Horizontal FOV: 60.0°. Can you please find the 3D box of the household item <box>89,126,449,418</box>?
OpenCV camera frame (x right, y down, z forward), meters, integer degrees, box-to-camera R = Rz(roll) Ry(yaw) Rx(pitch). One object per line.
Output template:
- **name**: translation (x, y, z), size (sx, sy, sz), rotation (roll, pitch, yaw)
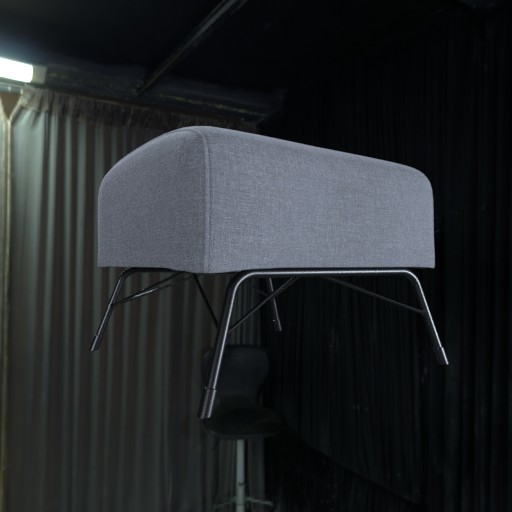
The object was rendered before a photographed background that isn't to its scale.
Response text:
- **household item**: translation (0.000, 0.000, 0.909), size (0.530, 0.410, 0.530), rotation (1, -1, -35)
